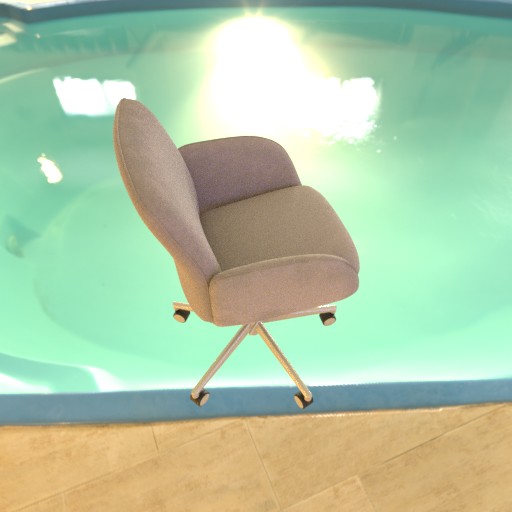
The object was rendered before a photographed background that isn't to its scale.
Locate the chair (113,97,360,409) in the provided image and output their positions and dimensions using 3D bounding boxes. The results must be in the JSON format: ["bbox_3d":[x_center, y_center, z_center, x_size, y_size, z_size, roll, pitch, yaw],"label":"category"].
[{"bbox_3d":[0.000,0.000,1.376,0.654,0.959,0.648,-12,48,-11],"label":"chair"}]
